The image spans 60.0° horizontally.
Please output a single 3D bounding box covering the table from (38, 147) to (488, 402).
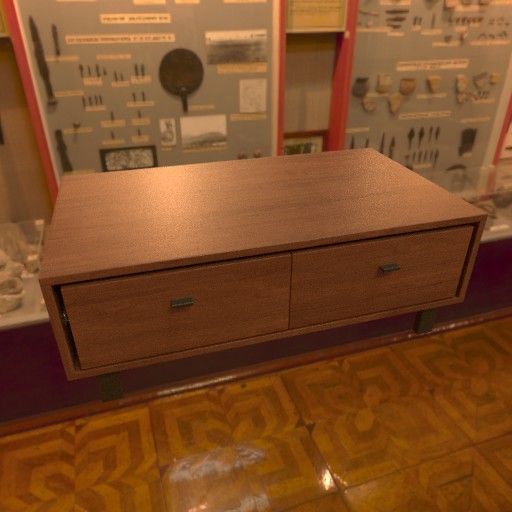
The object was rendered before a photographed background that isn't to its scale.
[{"bbox_3d":[0.000,0.000,1.284,1.020,0.380,0.600,-9,31,-14],"label":"table"}]
